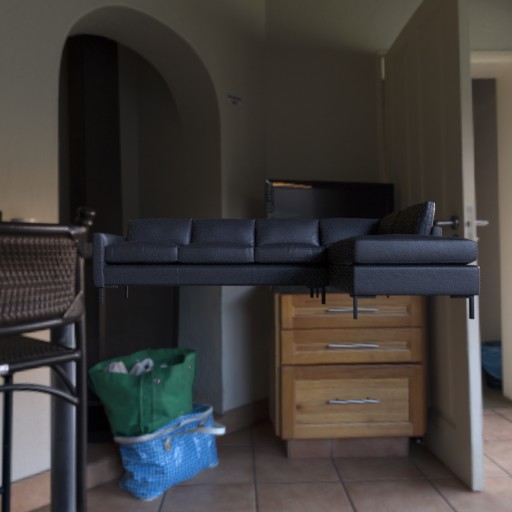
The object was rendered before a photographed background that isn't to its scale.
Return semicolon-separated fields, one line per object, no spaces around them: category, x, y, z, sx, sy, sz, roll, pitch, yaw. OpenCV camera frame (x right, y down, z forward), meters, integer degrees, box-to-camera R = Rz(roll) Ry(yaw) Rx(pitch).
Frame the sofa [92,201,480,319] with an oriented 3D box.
sofa;0.000;0.000;3.897;2.984;0.877;1.938;0;-1;0
